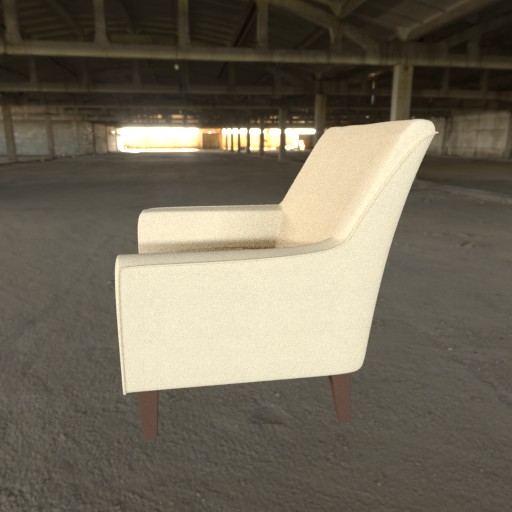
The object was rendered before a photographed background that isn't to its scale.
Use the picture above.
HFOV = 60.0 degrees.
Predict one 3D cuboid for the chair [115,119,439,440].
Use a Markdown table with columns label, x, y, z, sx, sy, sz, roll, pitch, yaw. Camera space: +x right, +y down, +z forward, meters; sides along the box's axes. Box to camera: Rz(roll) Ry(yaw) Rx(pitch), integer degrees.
| label | x | y | z | sx | sy | sz | roll | pitch | yaw |
| --- | --- | --- | --- | --- | --- | --- | --- | --- | --- |
| chair | 0.000 | 0.000 | 1.599 | 0.899 | 0.919 | 0.780 | -2 | 15 | -9 |
